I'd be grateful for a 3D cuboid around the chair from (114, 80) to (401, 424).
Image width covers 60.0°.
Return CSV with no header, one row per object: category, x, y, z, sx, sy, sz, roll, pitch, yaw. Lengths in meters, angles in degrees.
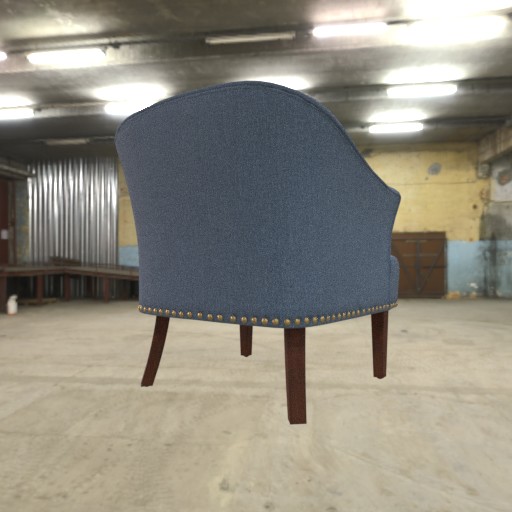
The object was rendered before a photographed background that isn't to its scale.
chair,0.000,0.000,1.401,0.772,0.815,0.704,0,-1,36
